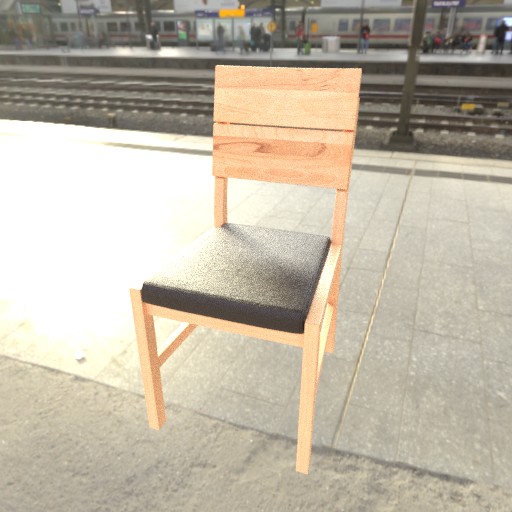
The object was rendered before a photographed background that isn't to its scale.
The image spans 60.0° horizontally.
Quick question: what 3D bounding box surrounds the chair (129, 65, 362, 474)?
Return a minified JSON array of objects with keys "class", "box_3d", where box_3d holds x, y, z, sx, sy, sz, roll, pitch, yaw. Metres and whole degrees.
[{"class":"chair","box_3d":[0.000,0.000,1.248,0.475,0.950,0.560,9,28,17]}]
